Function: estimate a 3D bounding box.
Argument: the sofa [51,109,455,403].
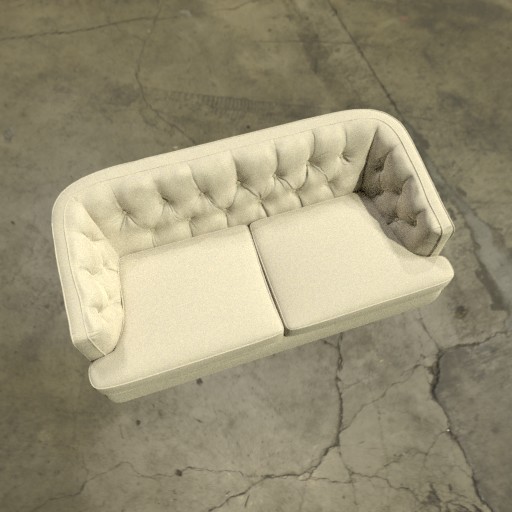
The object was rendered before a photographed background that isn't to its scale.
[{"bbox_3d":[0.000,0.000,2.236,1.733,0.855,0.941,-16,64,-8],"label":"sofa"}]
